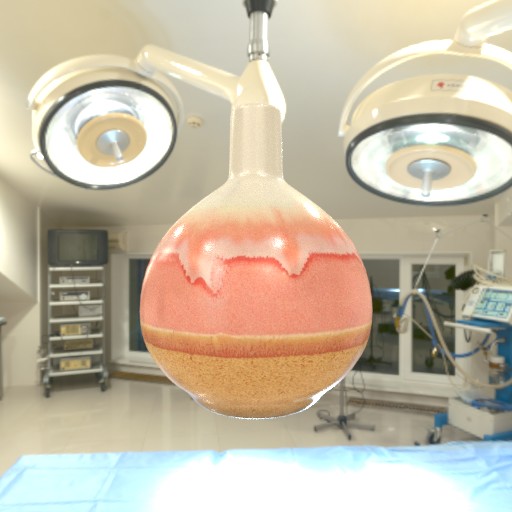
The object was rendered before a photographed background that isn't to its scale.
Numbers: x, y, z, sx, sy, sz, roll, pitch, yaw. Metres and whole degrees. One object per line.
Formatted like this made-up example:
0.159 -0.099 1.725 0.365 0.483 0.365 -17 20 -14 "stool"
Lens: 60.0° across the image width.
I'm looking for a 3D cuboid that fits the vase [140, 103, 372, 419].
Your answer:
0.000 0.000 0.269 0.137 0.176 0.137 0 0 0 "vase"
